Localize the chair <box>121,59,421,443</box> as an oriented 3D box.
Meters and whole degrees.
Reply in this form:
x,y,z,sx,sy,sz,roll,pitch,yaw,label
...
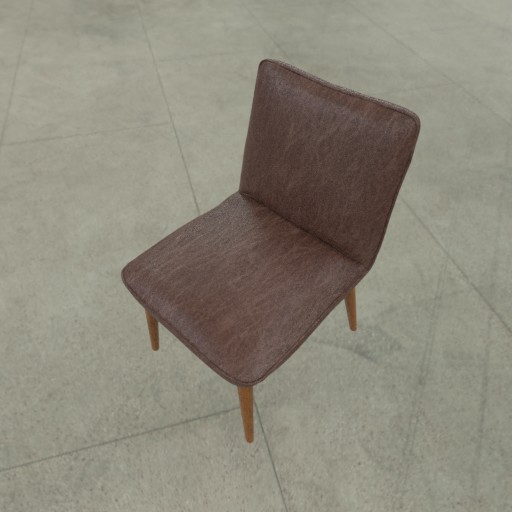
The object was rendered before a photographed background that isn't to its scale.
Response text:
x,y,z,sx,sy,sz,roll,pitch,yaw,label
0.000,0.000,1.227,0.543,0.803,0.645,30,53,26,chair
